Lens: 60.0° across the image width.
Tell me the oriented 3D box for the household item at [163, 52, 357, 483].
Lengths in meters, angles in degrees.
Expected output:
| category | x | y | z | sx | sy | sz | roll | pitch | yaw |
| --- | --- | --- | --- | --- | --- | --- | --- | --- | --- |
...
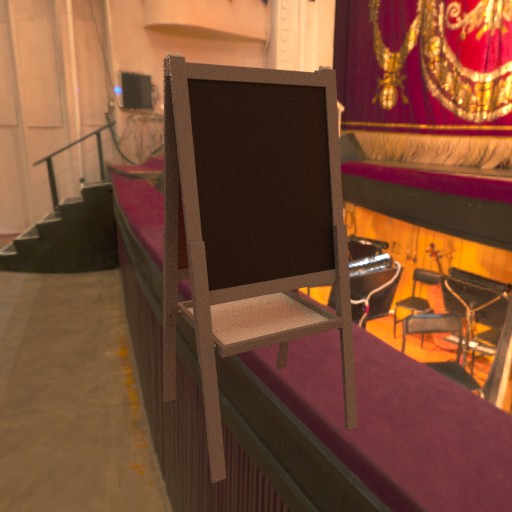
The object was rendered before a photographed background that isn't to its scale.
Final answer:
| category | x | y | z | sx | sy | sz | roll | pitch | yaw |
| --- | --- | --- | --- | --- | --- | --- | --- | --- | --- |
| household item | 0.000 | 0.000 | 1.432 | 0.531 | 1.172 | 0.469 | -8 | 17 | -27 |
